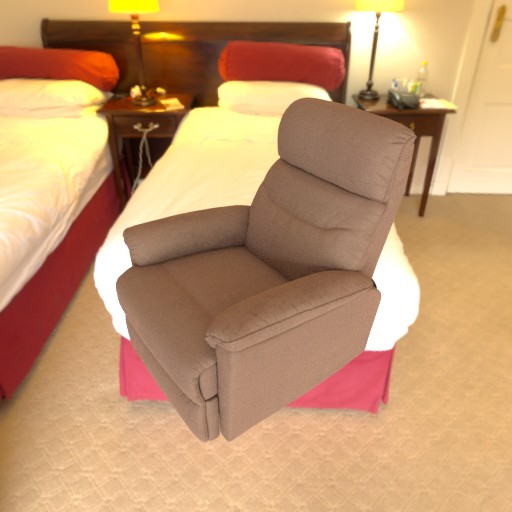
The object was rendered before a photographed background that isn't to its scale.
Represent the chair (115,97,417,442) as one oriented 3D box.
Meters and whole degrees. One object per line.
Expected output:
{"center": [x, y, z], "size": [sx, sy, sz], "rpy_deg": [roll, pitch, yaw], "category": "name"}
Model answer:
{"center": [0.000, 0.000, 1.752], "size": [1.004, 1.037, 0.820], "rpy_deg": [-21, 38, -30], "category": "chair"}
